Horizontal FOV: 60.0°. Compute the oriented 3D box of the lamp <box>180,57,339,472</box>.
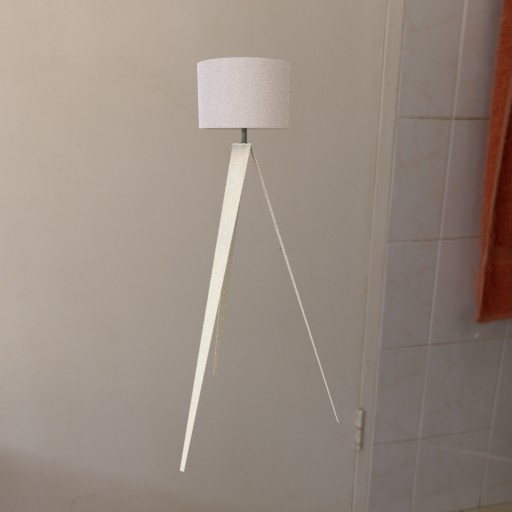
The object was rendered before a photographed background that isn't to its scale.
[{"bbox_3d":[0.000,0.000,1.929,0.716,1.524,0.724,-2,15,-9],"label":"lamp"}]
